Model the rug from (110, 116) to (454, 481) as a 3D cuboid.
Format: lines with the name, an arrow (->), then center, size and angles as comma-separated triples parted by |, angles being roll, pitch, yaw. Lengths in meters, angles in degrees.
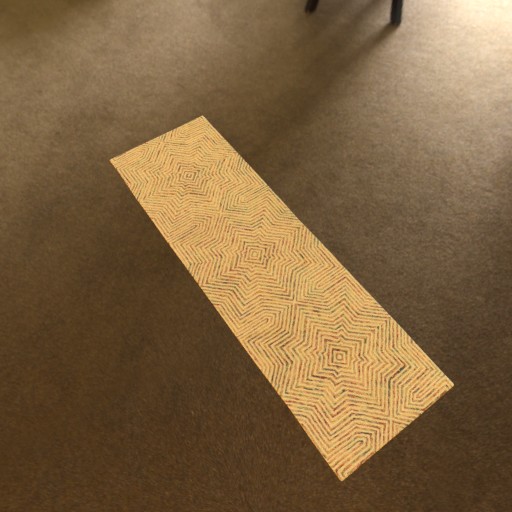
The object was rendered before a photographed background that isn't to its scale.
rug -> 0.000, 0.000, 2.674 | 0.771, 0.009, 2.443 | -31, 64, -17
